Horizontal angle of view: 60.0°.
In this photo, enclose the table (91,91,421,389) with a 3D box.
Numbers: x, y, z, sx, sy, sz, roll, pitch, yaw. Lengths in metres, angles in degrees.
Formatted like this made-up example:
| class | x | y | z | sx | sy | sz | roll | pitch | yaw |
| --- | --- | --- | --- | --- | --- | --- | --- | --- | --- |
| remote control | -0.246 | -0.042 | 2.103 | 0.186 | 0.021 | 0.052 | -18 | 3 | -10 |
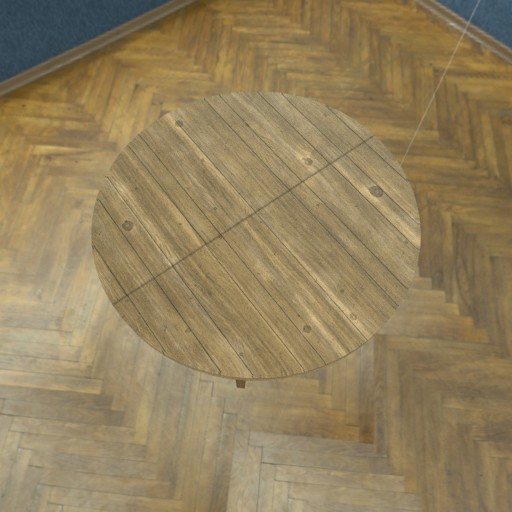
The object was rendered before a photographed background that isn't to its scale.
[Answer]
| class | x | y | z | sx | sy | sz | roll | pitch | yaw |
| --- | --- | --- | --- | --- | --- | --- | --- | --- | --- |
| table | 0.000 | 0.000 | 1.997 | 1.213 | 0.764 | 1.213 | 0 | 65 | 0 |
